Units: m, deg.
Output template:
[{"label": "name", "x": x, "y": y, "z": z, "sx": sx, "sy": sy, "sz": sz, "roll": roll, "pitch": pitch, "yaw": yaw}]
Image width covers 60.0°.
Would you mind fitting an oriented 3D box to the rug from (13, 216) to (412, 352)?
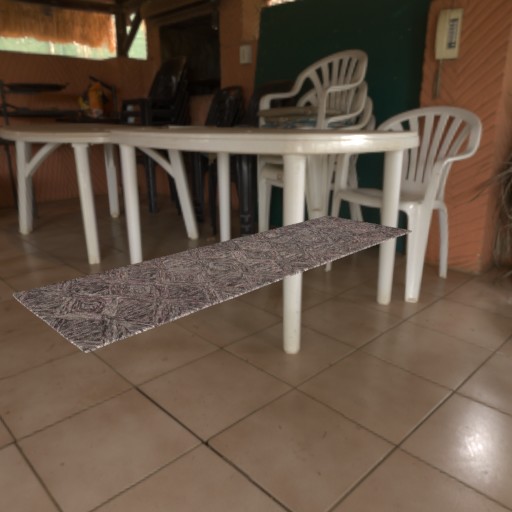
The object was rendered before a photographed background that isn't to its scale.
[{"label": "rug", "x": 0.000, "y": 0.000, "z": 2.466, "sx": 0.719, "sy": 0.013, "sz": 2.305, "roll": 16, "pitch": 24, "yaw": 42}]
